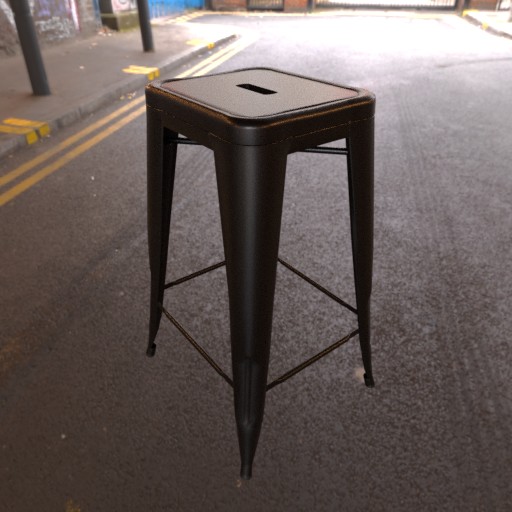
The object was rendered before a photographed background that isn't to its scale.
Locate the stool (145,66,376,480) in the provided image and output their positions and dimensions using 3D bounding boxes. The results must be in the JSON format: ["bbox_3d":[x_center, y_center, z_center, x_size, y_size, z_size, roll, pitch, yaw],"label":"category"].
[{"bbox_3d":[0.000,0.000,0.836,0.359,0.609,0.399,-23,40,-31],"label":"stool"}]
